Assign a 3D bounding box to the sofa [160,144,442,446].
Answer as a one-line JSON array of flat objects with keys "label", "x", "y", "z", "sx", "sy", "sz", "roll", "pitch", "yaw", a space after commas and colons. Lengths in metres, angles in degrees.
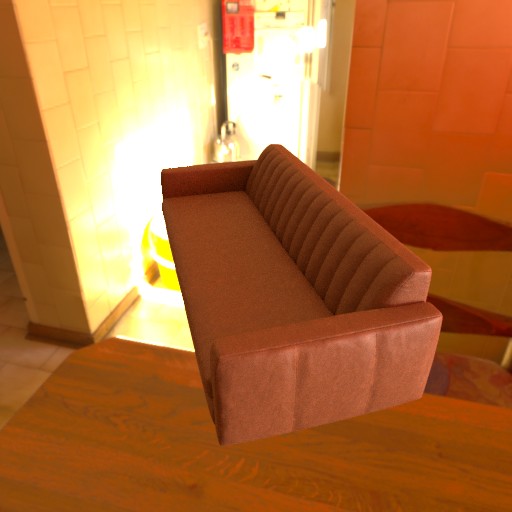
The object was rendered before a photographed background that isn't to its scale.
[{"label": "sofa", "x": 0.000, "y": 0.000, "z": 2.746, "sx": 0.990, "sy": 0.821, "sz": 2.291, "roll": -8, "pitch": 31, "yaw": -14}]
